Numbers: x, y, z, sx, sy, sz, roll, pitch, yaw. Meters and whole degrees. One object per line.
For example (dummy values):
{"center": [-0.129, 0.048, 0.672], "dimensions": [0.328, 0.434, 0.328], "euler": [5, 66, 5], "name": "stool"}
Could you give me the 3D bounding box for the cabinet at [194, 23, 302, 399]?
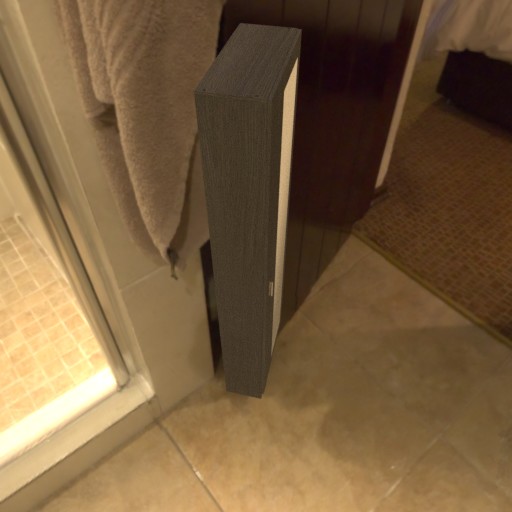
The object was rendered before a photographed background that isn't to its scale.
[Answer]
{"center": [0.000, 0.000, 2.008], "dimensions": [0.230, 1.790, 0.500], "euler": [10, 48, 9], "name": "cabinet"}
